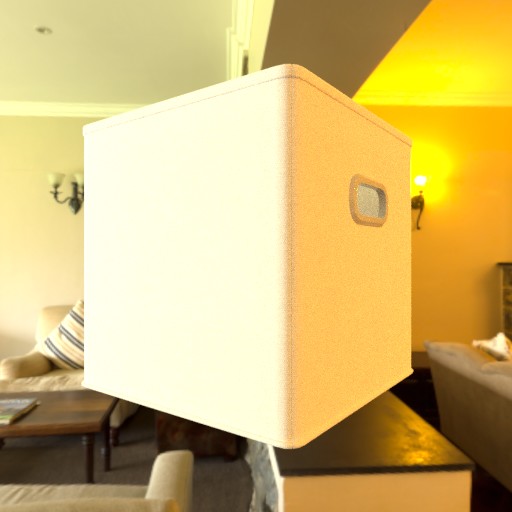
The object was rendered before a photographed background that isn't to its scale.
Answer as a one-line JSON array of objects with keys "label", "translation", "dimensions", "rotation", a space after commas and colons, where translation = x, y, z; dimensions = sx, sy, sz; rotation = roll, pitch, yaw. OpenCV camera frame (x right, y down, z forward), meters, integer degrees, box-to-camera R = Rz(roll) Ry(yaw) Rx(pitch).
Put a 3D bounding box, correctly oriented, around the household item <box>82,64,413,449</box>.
[{"label": "household item", "translation": [0.000, 0.000, 0.555], "dimensions": [0.305, 0.305, 0.305], "rotation": [0, 0, 37]}]
